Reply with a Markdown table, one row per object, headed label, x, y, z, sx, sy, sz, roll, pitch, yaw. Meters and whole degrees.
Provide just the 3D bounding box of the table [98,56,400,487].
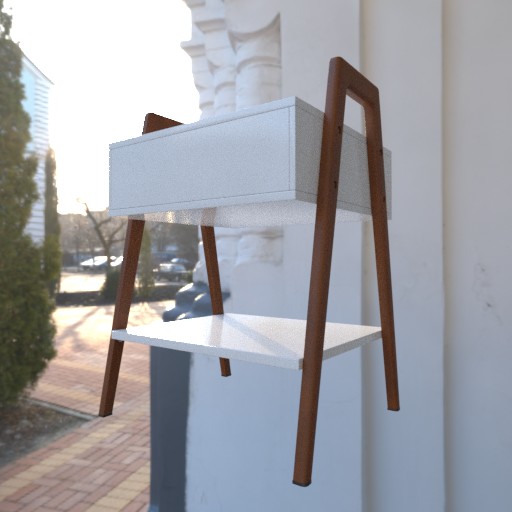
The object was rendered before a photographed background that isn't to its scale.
| label | x | y | z | sx | sy | sz | roll | pitch | yaw |
| --- | --- | --- | --- | --- | --- | --- | --- | --- | --- |
| table | 0.000 | 0.000 | 0.878 | 0.457 | 0.610 | 0.405 | 0 | -1 | 36 |
